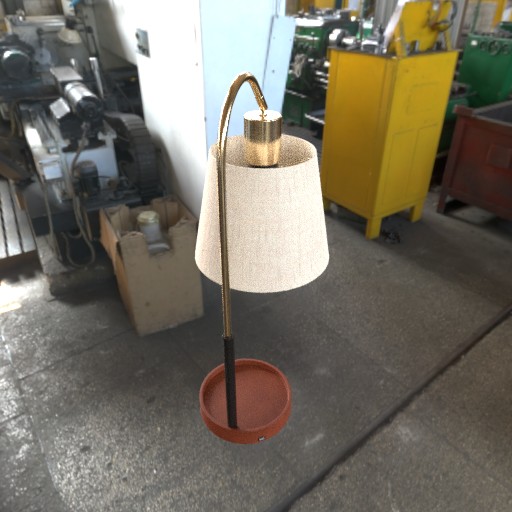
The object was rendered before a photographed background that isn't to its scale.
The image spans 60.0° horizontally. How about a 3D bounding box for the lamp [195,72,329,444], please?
[{"bbox_3d":[0.000,0.000,0.671,0.211,0.536,0.273,10,34,15],"label":"lamp"}]
